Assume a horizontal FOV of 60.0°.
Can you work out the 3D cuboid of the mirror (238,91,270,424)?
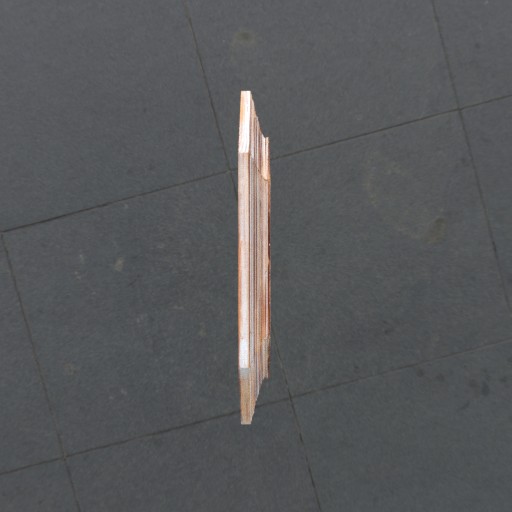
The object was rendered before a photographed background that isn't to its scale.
[{"bbox_3d":[0.000,0.000,1.301,0.061,1.015,0.709,0,91,0],"label":"mirror"}]
